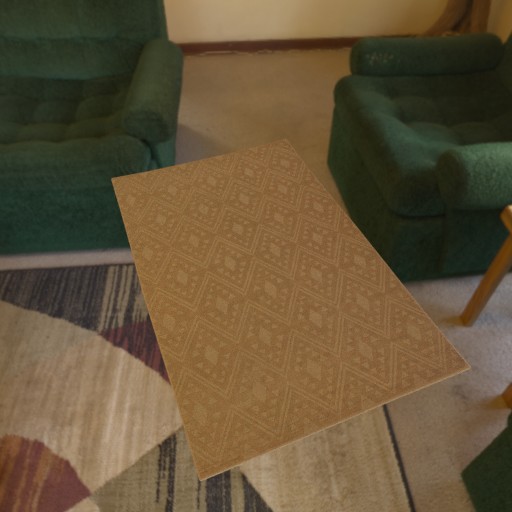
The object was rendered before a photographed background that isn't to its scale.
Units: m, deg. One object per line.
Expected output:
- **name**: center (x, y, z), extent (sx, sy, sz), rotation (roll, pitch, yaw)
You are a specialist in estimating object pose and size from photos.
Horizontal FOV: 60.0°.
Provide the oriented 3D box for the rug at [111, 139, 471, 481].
- **rug**: center (0.000, 0.000, 2.990), extent (1.553, 0.053, 2.430), rotation (-16, 49, -15)
